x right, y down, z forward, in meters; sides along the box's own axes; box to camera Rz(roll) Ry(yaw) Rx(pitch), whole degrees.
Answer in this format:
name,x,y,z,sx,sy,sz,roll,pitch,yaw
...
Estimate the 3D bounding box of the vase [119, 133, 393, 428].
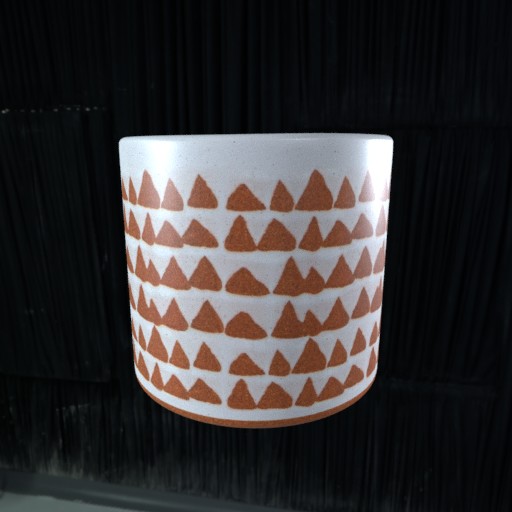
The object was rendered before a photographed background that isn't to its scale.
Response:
name,x,y,z,sx,sy,sz,roll,pitch,yaw
vase,0.000,0.000,0.245,0.137,0.127,0.137,0,14,0
